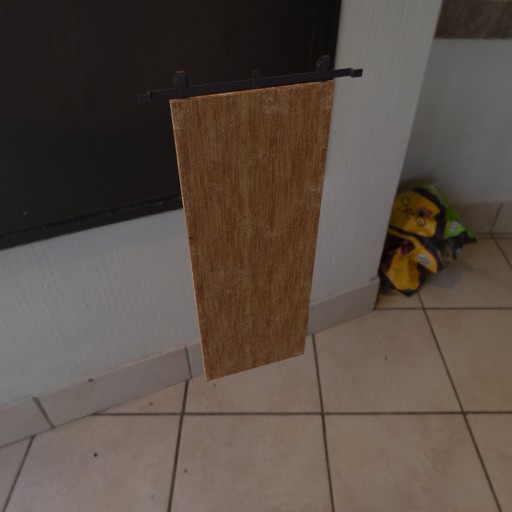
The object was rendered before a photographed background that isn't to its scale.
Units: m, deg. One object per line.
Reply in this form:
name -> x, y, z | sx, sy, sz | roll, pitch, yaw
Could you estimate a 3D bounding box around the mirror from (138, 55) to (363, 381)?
mirror -> 0.000, 0.000, 2.148 | 0.847, 1.793, 0.042 | -12, 42, -14
